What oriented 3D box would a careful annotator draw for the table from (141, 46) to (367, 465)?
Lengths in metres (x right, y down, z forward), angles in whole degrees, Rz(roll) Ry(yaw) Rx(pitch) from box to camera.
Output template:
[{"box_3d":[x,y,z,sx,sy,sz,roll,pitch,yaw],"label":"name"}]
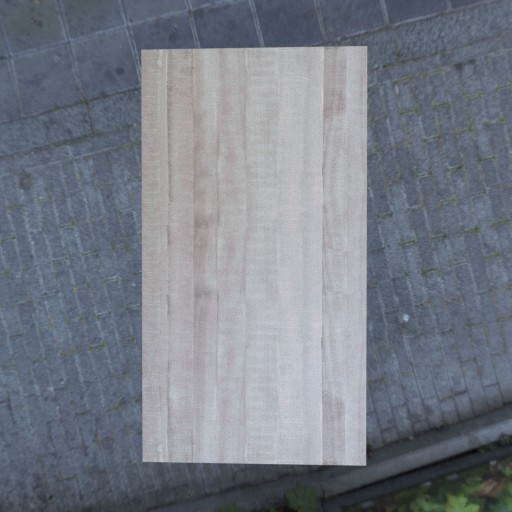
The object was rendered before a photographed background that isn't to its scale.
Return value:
[{"box_3d":[0.000,0.000,1.327,0.574,0.393,1.062,0,91,2],"label":"table"}]
